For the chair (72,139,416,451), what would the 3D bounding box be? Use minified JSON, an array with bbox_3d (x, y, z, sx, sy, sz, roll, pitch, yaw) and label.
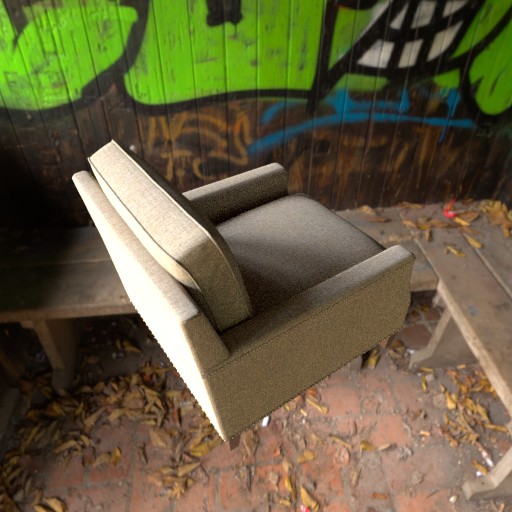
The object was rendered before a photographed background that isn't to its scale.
[{"bbox_3d":[0.000,0.000,1.740,1.014,0.943,0.853,-24,46,-26],"label":"chair"}]
